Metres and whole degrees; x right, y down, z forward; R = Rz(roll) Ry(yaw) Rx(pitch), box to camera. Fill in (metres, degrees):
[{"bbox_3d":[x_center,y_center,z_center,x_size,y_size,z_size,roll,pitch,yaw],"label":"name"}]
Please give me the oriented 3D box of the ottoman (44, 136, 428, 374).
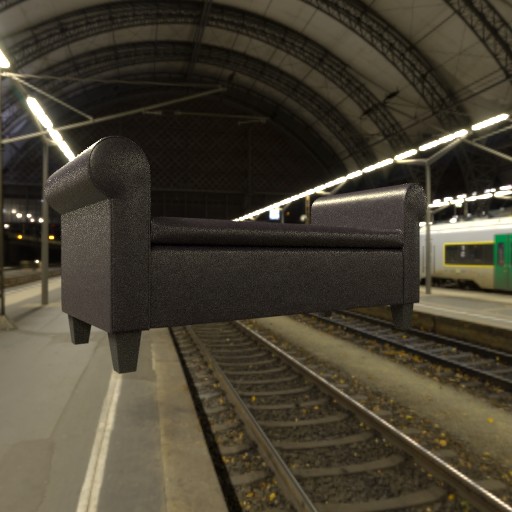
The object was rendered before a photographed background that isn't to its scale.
[{"bbox_3d":[0.000,0.000,1.533,1.256,0.547,0.521,0,0,-35],"label":"ottoman"}]
